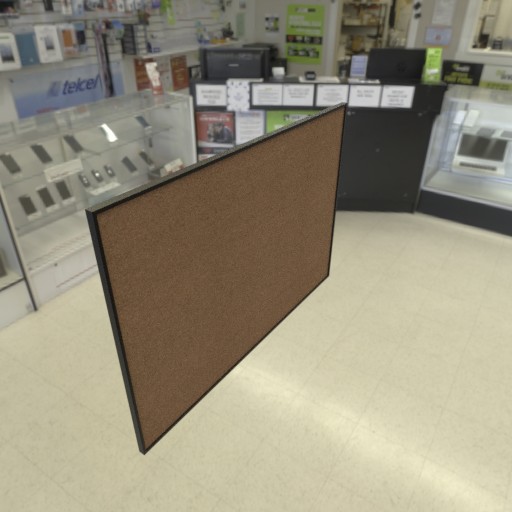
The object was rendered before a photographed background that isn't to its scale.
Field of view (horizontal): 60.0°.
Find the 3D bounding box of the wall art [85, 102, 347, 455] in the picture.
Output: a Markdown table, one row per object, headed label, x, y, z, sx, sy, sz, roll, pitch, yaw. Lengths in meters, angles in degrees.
| label | x | y | z | sx | sy | sz | roll | pitch | yaw |
| --- | --- | --- | --- | --- | --- | --- | --- | --- | --- |
| wall art | 0.000 | 0.000 | 1.245 | 0.019 | 0.660 | 0.957 | 21 | 37 | 30 |
